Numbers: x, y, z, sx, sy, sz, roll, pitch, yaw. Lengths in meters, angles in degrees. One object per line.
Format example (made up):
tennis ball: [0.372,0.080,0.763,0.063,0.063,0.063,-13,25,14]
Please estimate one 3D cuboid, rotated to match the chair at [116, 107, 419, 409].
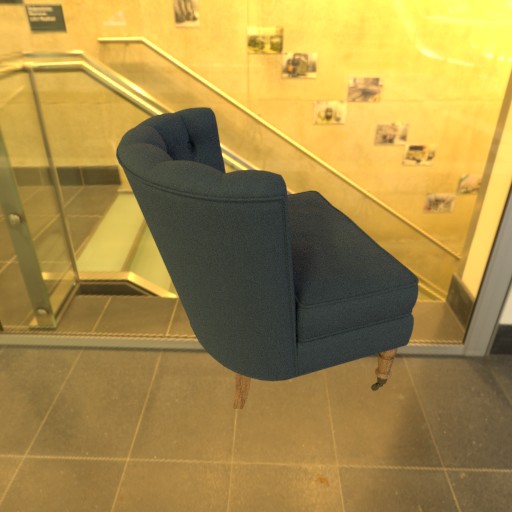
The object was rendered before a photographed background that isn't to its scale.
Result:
chair: [0.000,0.000,1.355,0.718,0.771,0.740,-9,32,-15]
